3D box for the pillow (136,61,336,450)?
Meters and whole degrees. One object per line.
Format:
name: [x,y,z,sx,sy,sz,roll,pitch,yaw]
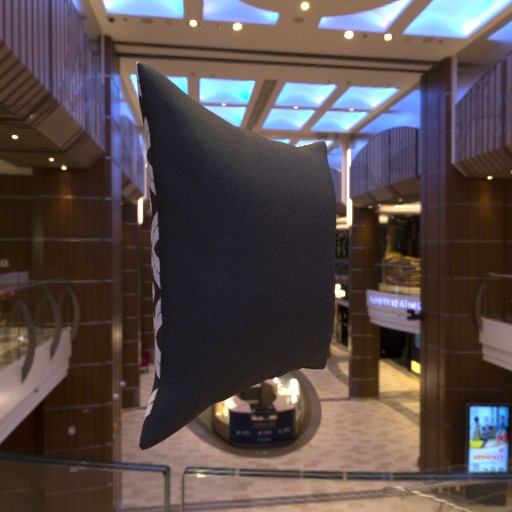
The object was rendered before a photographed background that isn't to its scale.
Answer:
pillow: [0.000,0.000,0.760,0.188,0.494,0.504,0,1,36]
